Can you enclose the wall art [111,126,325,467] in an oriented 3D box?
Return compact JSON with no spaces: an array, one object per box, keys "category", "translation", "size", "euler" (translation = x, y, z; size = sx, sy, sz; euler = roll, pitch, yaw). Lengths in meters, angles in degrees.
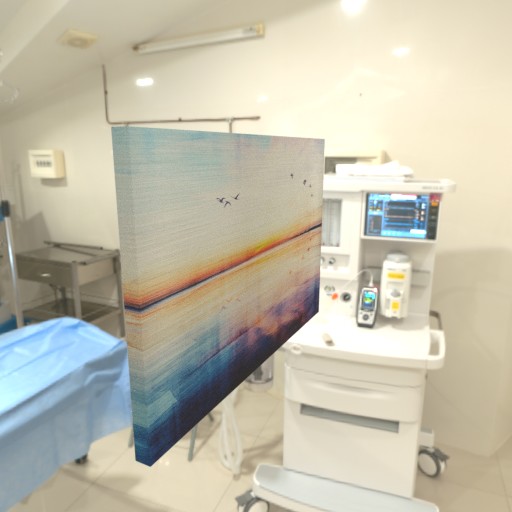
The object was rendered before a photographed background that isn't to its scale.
[{"category":"wall art","translation":[0.000,0.000,1.148],"size":[0.037,0.605,0.911],"euler":[7,15,27]}]
